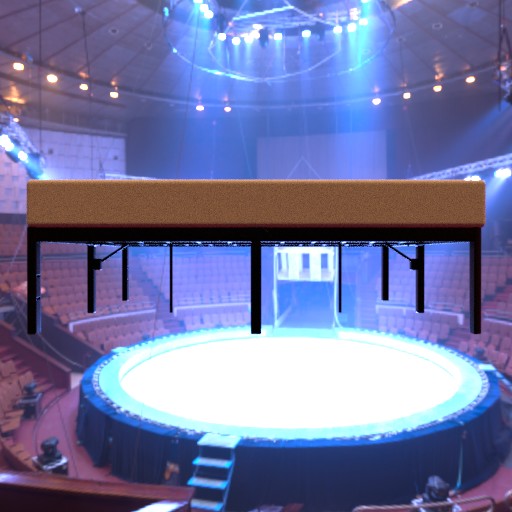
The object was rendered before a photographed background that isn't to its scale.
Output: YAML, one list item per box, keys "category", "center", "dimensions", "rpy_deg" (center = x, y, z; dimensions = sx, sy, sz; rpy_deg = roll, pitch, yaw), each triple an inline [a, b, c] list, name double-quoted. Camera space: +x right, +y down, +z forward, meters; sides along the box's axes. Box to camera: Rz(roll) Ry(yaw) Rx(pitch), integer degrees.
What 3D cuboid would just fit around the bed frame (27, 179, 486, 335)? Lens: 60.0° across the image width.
- category: "bed frame"
  center: [0.000, 0.000, 2.573]
  dimensions: [1.956, 0.659, 1.408]
  rpy_deg: [0, 0, 0]
